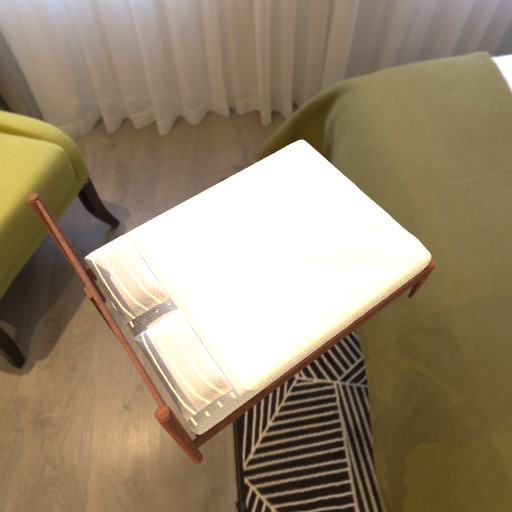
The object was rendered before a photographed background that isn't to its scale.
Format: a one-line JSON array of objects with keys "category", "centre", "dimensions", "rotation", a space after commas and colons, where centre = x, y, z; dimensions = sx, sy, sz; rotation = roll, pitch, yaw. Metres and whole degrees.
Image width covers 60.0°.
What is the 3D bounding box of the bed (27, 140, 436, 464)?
[{"category": "bed", "centre": [0.000, 0.000, 3.023], "dimensions": [2.093, 1.304, 1.509], "rotation": [-32, 63, -18]}]
